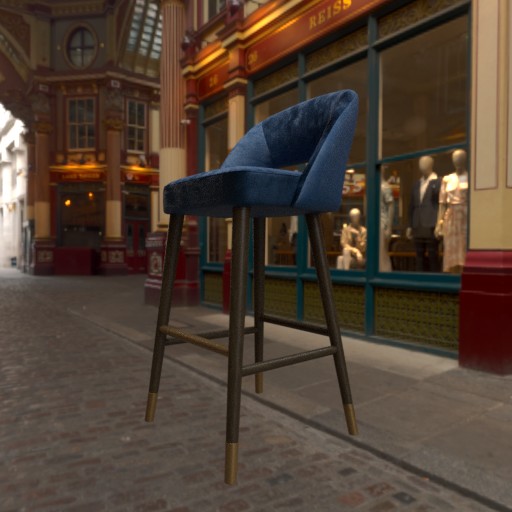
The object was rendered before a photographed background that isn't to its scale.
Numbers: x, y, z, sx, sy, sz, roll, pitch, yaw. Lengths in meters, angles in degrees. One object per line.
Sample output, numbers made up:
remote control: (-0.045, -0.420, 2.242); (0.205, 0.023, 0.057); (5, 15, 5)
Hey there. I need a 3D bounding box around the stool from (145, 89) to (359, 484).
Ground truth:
stool: (0.000, 0.000, 1.319); (0.515, 1.016, 0.514); (-1, 2, -37)
